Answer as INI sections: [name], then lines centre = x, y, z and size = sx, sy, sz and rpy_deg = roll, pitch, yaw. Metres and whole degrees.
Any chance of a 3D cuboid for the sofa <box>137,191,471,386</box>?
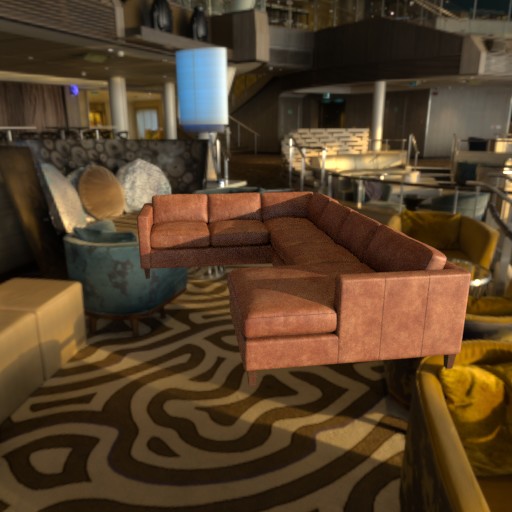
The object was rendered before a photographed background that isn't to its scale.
[sofa]
centre = 0.000, 0.000, 4.468
size = 2.452, 0.888, 3.324
rpy_deg = -2, 16, -8
